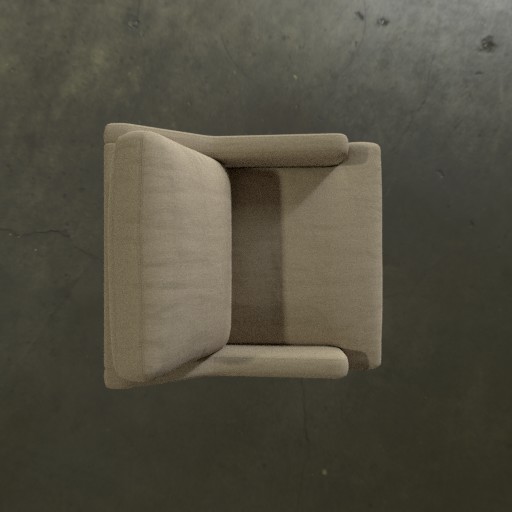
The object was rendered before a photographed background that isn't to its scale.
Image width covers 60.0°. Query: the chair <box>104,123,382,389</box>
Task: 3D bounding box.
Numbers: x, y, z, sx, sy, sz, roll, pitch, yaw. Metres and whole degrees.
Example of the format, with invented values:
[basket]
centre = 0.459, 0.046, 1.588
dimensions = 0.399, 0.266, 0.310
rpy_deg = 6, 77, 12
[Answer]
[chair]
centre = 0.000, 0.000, 1.704
dimensions = 1.001, 0.916, 0.912
rpy_deg = 0, 90, 1
